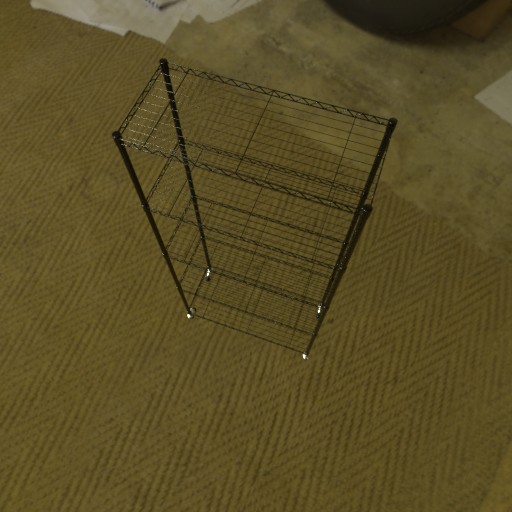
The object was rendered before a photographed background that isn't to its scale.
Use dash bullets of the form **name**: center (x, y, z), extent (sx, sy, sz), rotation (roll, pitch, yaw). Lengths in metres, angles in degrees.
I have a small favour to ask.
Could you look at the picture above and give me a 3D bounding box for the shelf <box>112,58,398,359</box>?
- **shelf**: center (0.000, 0.000, 1.990), extent (0.762, 1.645, 0.356), rotation (18, 65, 9)
